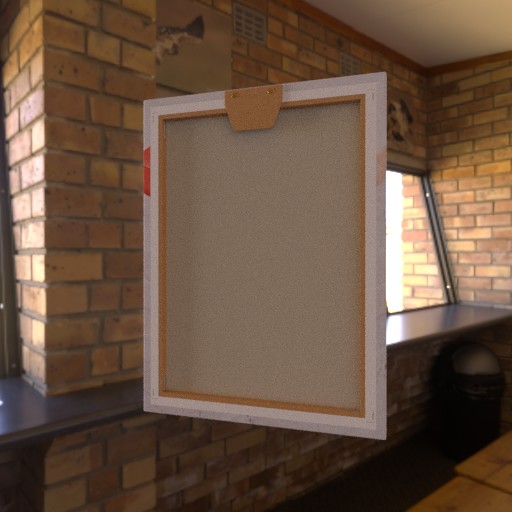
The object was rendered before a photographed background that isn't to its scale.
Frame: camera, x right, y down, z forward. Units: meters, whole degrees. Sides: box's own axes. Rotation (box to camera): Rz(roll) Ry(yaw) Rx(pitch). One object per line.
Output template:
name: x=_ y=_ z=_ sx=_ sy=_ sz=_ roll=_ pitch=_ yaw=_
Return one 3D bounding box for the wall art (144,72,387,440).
wall art: x=0.000 y=0.000 z=1.346 sx=0.759 sy=1.014 sz=0.045 roll=0 pitch=0 yaw=17
